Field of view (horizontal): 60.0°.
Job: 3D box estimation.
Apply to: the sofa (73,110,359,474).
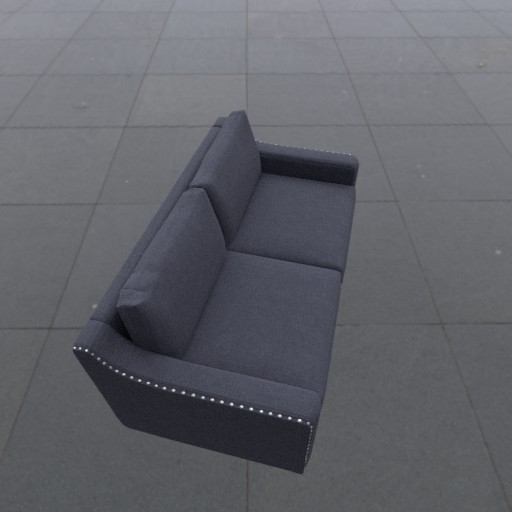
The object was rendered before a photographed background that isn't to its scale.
[{"bbox_3d":[0.000,0.000,3.319,1.336,1.196,2.550,10,46,10],"label":"sofa"}]
